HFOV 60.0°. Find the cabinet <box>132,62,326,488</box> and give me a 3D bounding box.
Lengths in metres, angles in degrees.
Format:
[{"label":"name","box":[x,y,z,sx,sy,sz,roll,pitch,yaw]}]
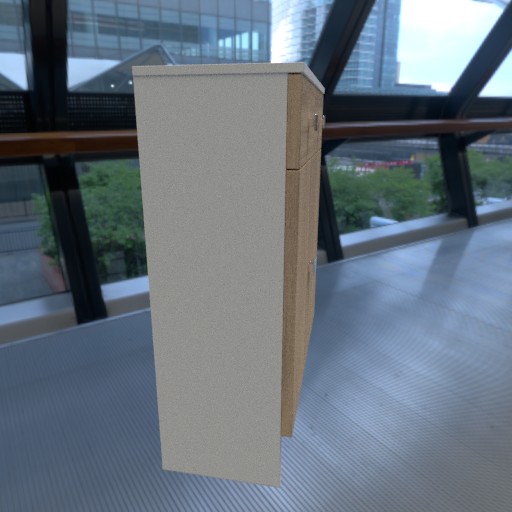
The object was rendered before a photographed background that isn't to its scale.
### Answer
[{"label":"cabinet","box":[0.000,0.000,1.102,0.296,0.815,0.600,3,17,11]}]
